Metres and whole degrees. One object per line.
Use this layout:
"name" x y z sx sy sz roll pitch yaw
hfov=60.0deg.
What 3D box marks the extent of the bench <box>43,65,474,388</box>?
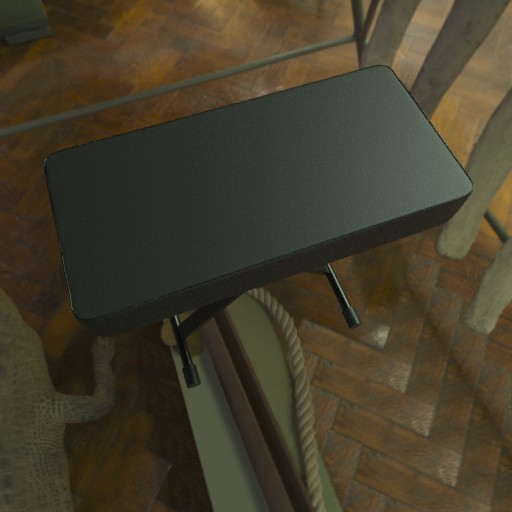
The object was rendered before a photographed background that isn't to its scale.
"bench" 0.000 0.000 0.918 0.600 0.561 0.300 -18 65 -9
